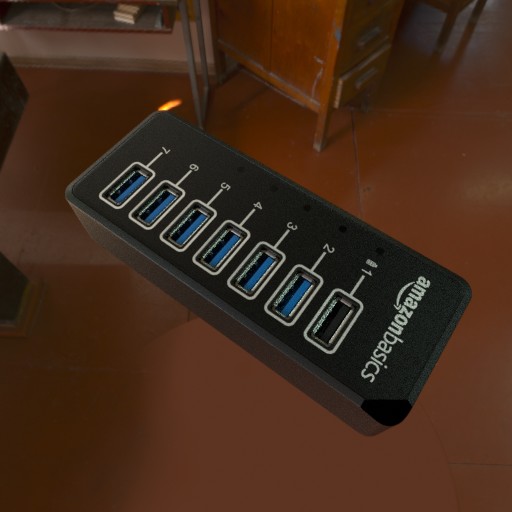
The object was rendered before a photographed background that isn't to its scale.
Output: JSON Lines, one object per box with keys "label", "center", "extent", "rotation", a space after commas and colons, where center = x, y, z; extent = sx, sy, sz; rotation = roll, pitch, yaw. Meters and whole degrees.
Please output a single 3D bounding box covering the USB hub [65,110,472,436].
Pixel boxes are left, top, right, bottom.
{"label": "USB hub", "center": [0.000, 0.000, 0.131], "extent": [0.110, 0.023, 0.044], "rotation": [33, 66, 16]}
